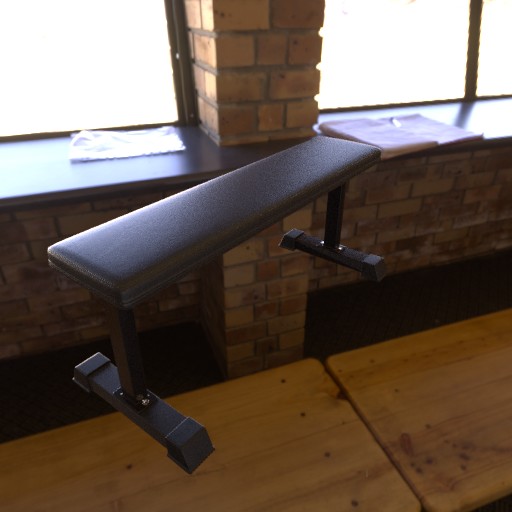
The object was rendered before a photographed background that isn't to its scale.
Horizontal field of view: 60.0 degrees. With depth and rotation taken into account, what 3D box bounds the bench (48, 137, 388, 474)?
[{"bbox_3d":[0.000,0.000,1.286,0.439,0.453,1.072,21,36,32],"label":"bench"}]
